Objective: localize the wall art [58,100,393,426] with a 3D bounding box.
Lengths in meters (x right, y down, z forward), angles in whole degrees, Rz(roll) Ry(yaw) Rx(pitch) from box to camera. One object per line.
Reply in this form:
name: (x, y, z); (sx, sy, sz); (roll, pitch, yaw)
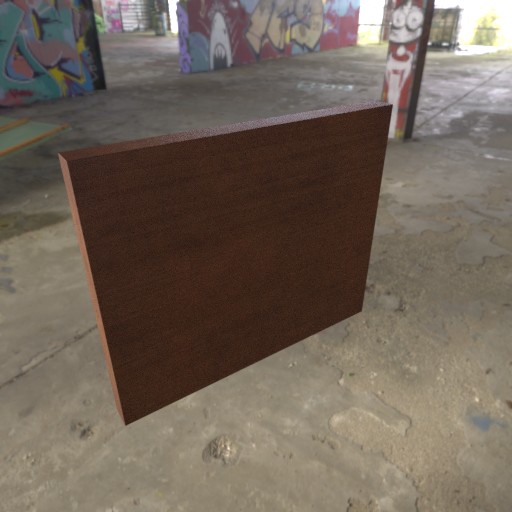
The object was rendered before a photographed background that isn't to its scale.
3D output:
wall art: (0.000, 0.000, 0.559); (0.401, 0.328, 0.030); (-19, 35, -29)
